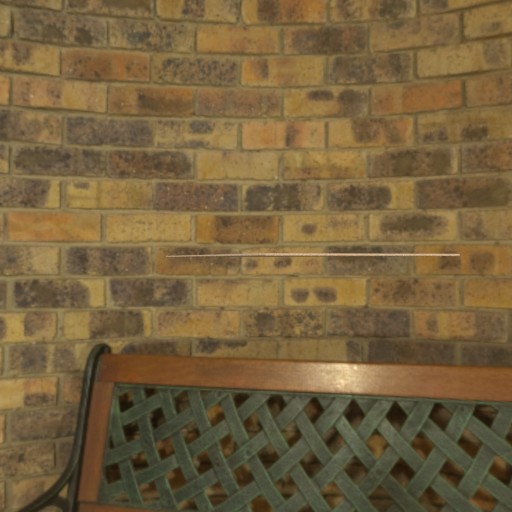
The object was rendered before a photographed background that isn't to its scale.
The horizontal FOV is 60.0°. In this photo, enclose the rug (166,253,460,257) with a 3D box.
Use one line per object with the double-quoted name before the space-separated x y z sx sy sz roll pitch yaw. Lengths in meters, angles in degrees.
"rug" 0.000 0.000 2.666 0.762 0.008 2.439 0 0 -19
